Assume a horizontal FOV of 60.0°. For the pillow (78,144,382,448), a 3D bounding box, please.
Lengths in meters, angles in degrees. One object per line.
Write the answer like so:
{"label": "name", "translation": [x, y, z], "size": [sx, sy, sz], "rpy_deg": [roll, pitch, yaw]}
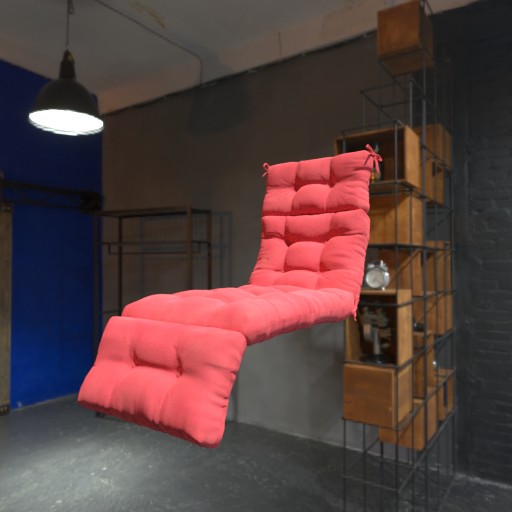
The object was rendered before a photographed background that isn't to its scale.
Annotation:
{"label": "pillow", "translation": [0.000, 0.000, 1.478], "size": [0.526, 0.863, 1.016], "rpy_deg": [-1, -1, 36]}
